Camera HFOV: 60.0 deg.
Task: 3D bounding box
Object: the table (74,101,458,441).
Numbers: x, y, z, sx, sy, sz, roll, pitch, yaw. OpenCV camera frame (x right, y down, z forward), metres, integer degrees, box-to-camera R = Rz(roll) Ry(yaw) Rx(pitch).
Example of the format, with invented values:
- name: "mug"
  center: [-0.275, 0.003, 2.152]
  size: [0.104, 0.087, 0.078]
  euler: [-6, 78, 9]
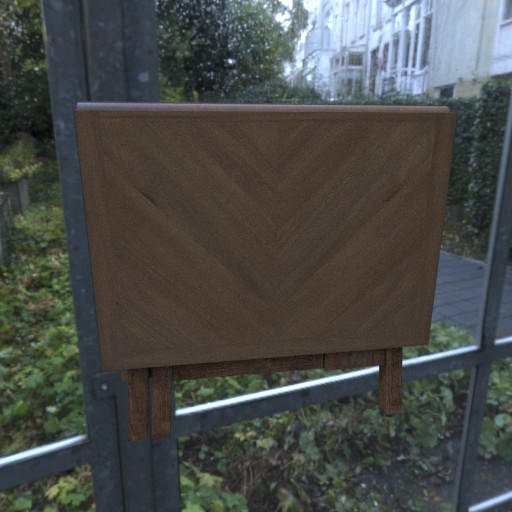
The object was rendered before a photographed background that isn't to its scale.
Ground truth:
- name: "table"
  center: [0.000, 0.000, 1.557]
  size: [0.967, 0.981, 0.701]
  euler: [-3, 16, -9]
